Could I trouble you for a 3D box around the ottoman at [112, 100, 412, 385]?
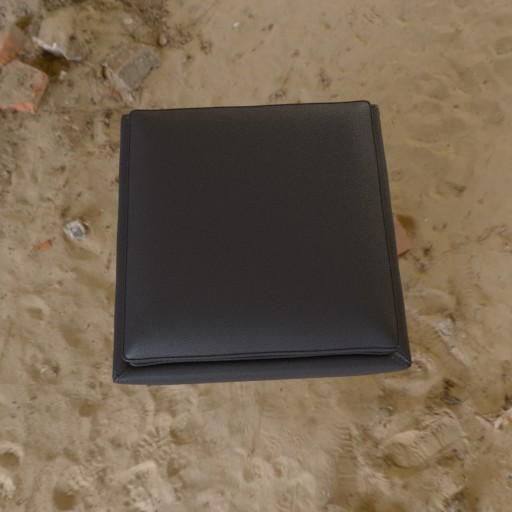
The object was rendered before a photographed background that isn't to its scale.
[{"bbox_3d":[0.000,0.000,0.839,0.450,0.460,0.451,-3,76,-1],"label":"ottoman"}]
